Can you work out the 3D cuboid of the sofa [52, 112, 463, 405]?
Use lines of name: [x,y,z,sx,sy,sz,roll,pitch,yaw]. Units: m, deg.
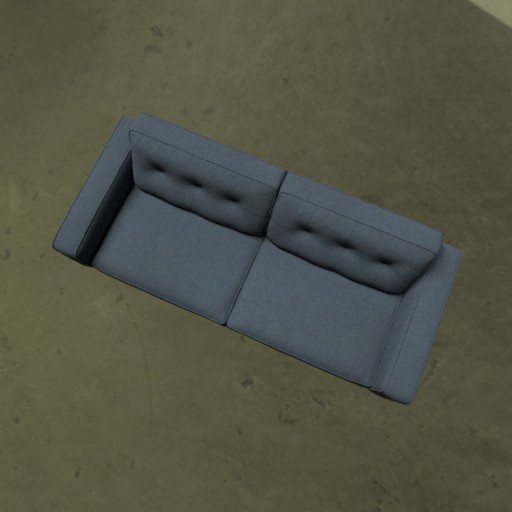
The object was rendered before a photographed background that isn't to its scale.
sofa: [0.000,0.000,2.762,2.270,0.782,0.953,23,78,5]
